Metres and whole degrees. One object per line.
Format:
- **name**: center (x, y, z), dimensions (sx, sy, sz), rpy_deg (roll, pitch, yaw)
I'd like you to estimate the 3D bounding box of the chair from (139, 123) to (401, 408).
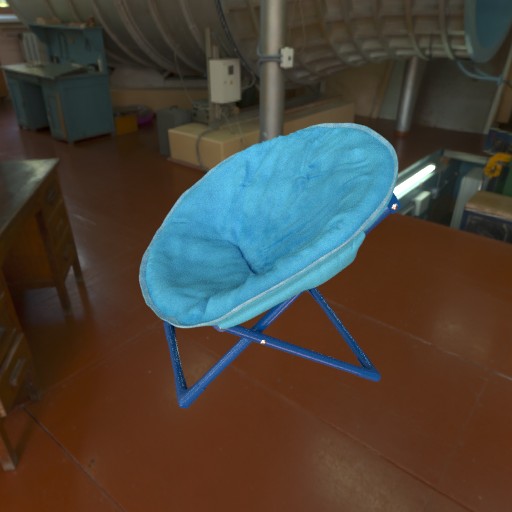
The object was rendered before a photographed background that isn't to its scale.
- **chair**: center (0.000, 0.000, 0.897), dimensions (0.465, 0.478, 0.520), rpy_deg (-8, 31, -14)
